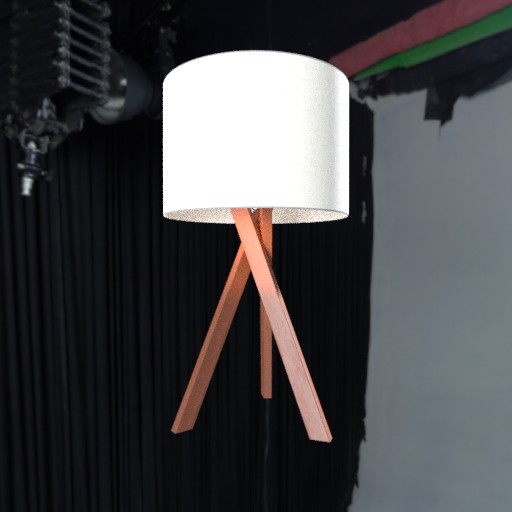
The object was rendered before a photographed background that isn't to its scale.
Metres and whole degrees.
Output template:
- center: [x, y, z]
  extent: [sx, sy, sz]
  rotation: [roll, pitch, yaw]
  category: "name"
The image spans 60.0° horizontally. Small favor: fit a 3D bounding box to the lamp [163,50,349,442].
- center: [0.000, 0.000, 0.928]
  extent: [0.380, 0.686, 0.380]
  rotation: [0, 0, -37]
  category: "lamp"
